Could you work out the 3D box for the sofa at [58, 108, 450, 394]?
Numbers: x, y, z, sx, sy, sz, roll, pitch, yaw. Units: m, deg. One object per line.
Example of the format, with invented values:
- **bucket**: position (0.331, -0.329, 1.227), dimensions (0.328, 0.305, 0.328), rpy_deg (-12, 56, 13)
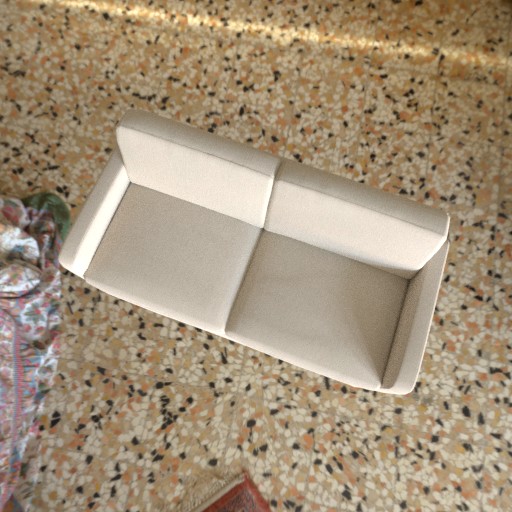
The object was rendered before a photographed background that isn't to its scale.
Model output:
- **sofa**: position (0.000, 0.000, 2.310), dimensions (1.808, 0.831, 0.894), rpy_deg (20, 76, 5)
